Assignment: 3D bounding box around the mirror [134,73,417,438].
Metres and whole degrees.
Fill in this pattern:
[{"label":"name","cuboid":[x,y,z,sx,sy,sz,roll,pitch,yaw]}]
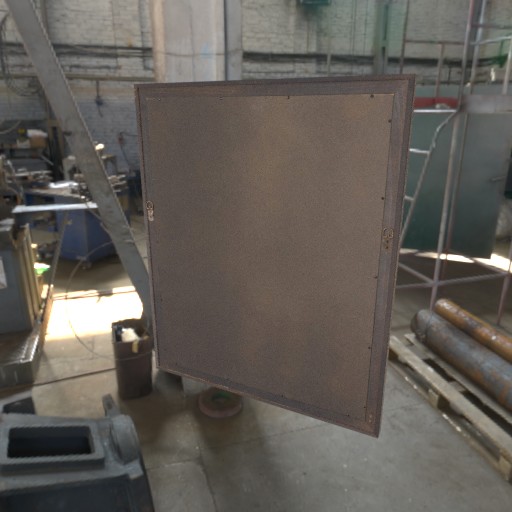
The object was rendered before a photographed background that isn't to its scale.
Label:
[{"label":"mirror","cuboid":[0.000,0.000,1.192,0.730,0.882,0.032,9,20,26]}]
